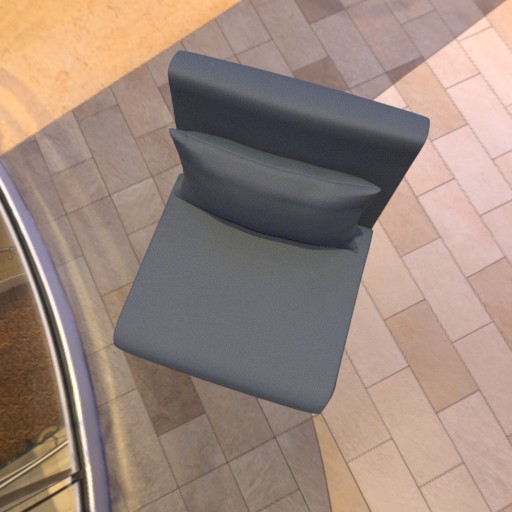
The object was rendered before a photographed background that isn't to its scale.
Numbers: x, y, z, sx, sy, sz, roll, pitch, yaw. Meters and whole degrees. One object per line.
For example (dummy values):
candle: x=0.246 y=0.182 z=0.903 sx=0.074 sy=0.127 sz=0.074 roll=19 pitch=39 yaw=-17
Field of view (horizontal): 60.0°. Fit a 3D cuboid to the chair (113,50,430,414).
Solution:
chair: x=0.000 y=0.000 z=1.536 sx=0.770 sy=0.808 sz=0.900 roll=17 pitch=76 yaw=4
